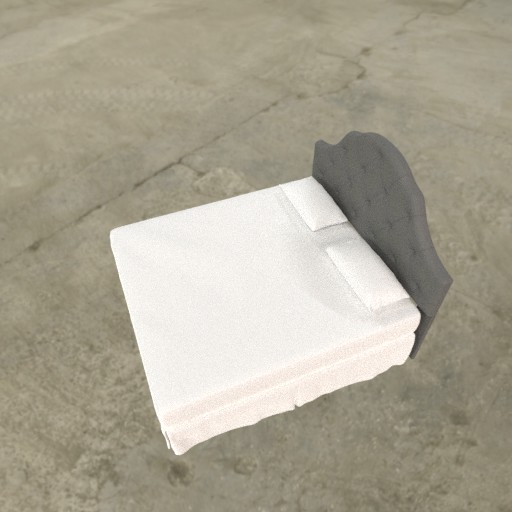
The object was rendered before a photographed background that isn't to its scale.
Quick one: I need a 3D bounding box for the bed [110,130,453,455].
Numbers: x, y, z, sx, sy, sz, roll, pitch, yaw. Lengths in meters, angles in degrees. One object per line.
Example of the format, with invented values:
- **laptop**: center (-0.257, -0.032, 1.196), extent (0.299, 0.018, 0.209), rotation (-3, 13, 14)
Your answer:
- **bed**: center (0.000, 0.000, 3.639), extent (2.214, 1.615, 2.008), rotation (-17, 49, -15)
